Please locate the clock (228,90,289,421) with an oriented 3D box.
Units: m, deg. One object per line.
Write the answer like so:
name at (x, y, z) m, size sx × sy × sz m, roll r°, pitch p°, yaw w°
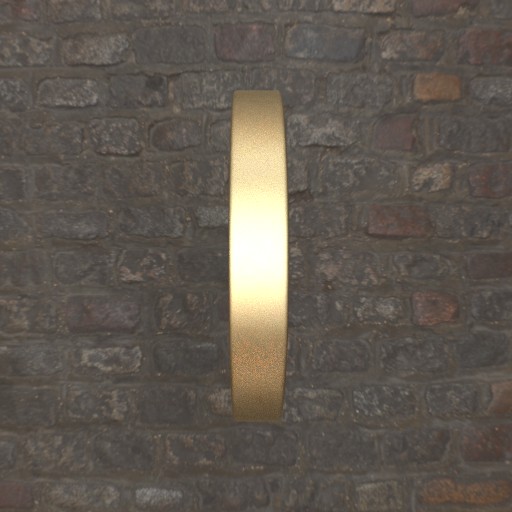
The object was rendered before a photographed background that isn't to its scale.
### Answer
clock at (0.000, 0.000, 0.448) m, size 0.040 × 0.314 × 0.314 m, roll 0°, pitch 89°, yaw -1°
